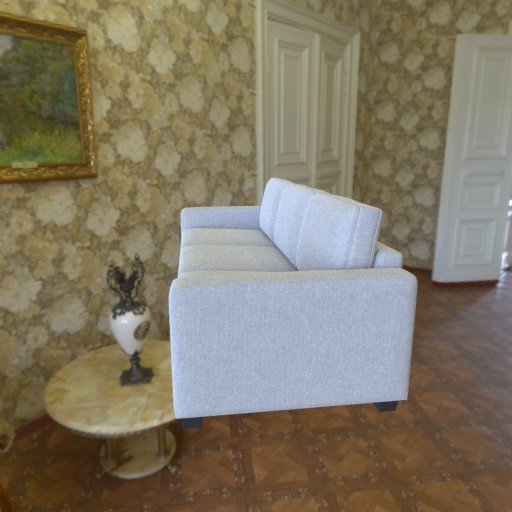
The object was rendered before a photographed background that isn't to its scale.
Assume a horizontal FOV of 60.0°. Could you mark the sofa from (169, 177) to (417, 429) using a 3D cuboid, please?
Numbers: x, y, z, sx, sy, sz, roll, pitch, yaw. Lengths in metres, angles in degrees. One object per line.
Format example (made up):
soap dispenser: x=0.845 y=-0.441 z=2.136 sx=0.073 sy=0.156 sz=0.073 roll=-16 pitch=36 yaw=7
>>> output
sofa: x=0.000 y=0.000 z=2.577 sx=0.900 sy=0.800 sz=2.120 roll=-2 pitch=14 yaw=-8
